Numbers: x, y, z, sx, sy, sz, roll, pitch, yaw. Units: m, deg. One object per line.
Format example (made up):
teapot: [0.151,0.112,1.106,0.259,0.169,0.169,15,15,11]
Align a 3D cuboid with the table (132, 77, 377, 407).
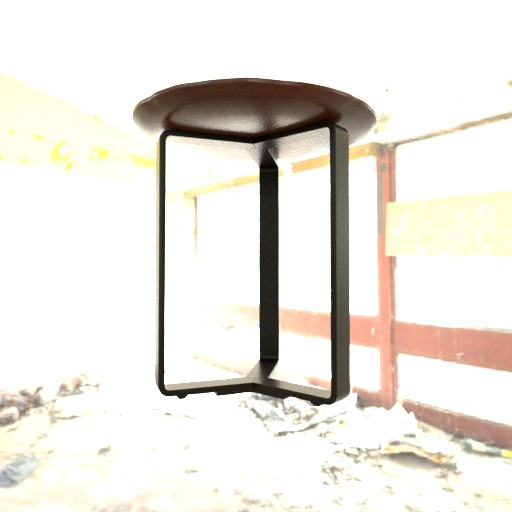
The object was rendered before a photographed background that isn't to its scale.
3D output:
table: [0.000,0.000,0.757,0.410,0.450,0.380,1,-1,-20]
